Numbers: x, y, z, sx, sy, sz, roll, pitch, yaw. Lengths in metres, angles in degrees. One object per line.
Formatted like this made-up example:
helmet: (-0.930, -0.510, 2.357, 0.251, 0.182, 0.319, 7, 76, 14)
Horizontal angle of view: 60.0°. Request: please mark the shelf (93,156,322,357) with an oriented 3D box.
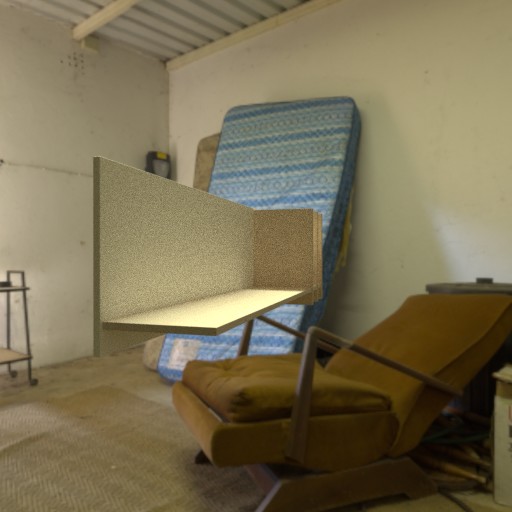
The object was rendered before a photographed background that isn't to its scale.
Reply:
shelf: (0.000, 0.000, 1.122, 0.200, 0.300, 1.020, 0, 0, 17)
